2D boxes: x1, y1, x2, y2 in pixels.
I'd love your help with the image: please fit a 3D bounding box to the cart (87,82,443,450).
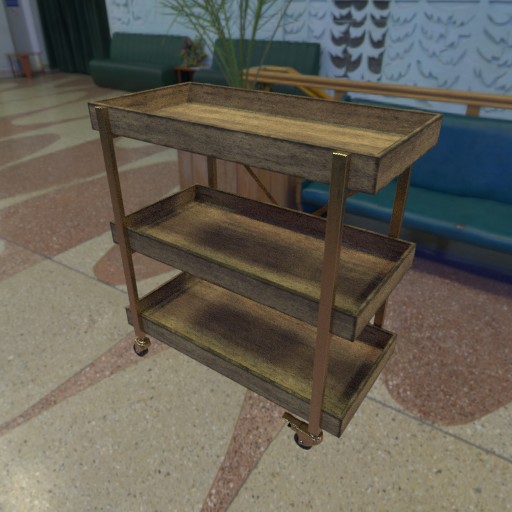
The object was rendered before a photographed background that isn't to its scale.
[{"bbox_3d":[0.000,0.000,1.232,0.750,0.799,0.416,20,36,30],"label":"cart"}]
